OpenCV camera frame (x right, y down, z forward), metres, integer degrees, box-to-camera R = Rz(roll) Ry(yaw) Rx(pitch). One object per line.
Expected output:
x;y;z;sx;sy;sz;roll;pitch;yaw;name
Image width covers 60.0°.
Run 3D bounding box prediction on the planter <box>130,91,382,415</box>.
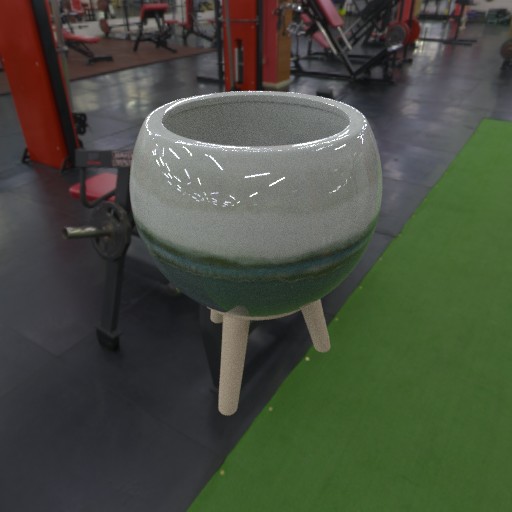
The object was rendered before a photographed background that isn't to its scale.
0.000;0.000;0.442;0.222;0.278;0.222;0;32;0;planter
